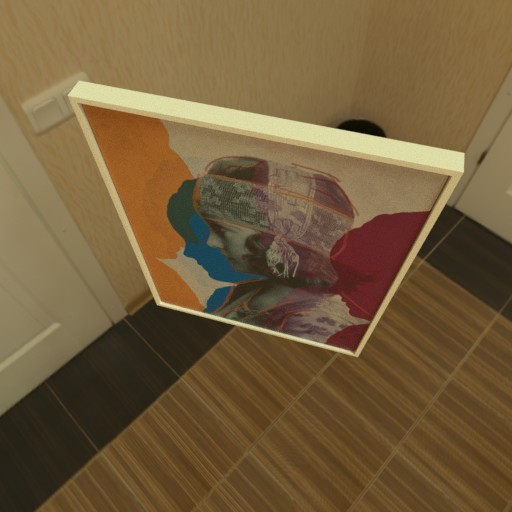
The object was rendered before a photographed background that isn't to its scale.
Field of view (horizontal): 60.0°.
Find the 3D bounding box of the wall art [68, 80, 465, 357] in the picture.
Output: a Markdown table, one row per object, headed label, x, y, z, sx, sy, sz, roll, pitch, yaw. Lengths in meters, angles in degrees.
| label | x | y | z | sx | sy | sz | roll | pitch | yaw |
| --- | --- | --- | --- | --- | --- | --- | --- | --- | --- |
| wall art | 0.000 | 0.000 | 0.718 | 0.443 | 0.549 | 0.030 | 13 | 59 | 8 |
